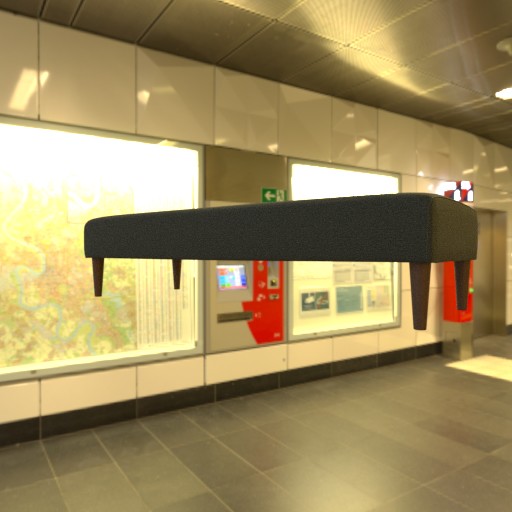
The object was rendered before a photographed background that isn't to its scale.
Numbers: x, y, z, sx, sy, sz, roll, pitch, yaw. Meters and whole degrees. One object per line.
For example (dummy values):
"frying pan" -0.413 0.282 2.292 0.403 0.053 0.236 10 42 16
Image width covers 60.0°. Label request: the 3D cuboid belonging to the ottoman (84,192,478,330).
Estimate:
"ottoman" 0.000 0.000 1.877 1.609 0.393 0.646 0 1 37
